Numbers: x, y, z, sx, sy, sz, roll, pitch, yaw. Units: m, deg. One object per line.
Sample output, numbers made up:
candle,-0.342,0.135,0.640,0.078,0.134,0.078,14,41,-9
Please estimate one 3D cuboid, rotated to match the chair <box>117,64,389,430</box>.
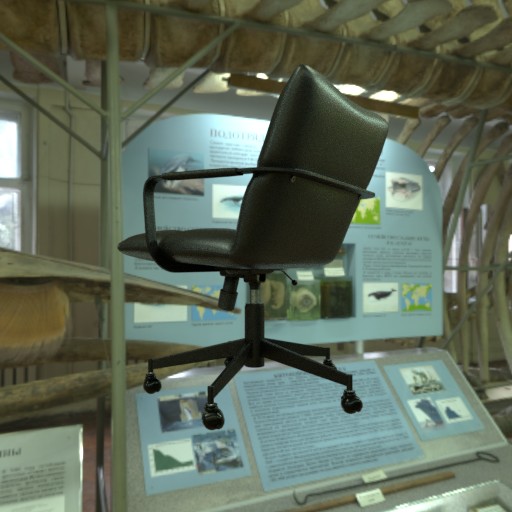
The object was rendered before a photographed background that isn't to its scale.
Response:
chair,0.000,0.000,1.488,0.748,0.922,0.719,-1,-1,37
